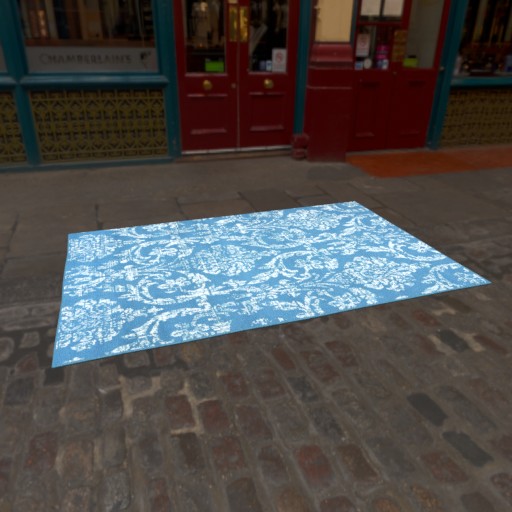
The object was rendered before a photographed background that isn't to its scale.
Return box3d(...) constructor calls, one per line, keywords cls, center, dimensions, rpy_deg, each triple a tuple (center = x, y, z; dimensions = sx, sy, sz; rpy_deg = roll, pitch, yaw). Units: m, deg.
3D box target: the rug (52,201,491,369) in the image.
box3d(cls="rug", center=(0.000, 0.000, 2.250), dimensions=(1.833, 0.012, 1.211), rpy_deg=(-8, 27, -17))
